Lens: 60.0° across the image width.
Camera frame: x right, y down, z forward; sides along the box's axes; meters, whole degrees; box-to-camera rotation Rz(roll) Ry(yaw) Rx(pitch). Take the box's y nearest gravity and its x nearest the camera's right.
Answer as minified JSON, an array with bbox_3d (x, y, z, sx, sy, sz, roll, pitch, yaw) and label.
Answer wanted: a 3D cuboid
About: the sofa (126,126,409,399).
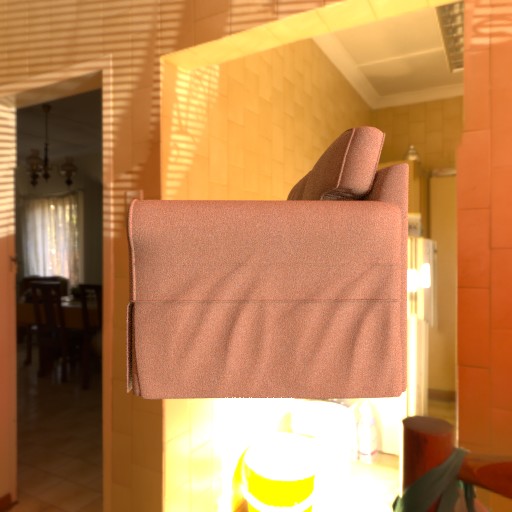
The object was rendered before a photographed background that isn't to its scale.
[{"bbox_3d":[0.000,0.000,2.305,0.991,0.940,1.727,0,1,-2],"label":"sofa"}]
